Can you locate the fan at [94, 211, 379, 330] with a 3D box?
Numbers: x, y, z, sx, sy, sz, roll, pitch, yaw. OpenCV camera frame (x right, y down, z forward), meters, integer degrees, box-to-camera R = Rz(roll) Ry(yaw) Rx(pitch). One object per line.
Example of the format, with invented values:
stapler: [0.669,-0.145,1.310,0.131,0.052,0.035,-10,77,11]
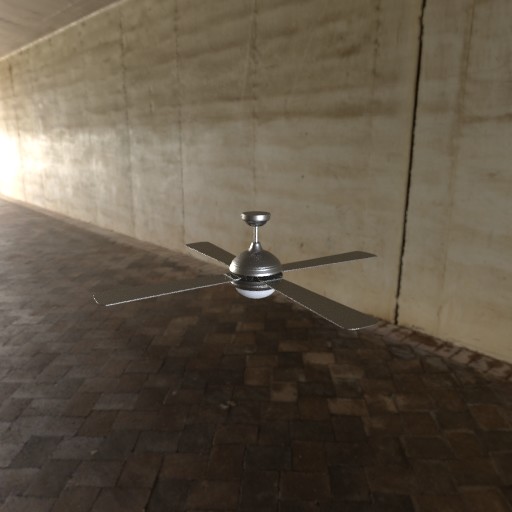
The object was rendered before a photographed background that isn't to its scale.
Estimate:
fan: [0.000,0.000,1.963,1.321,0.381,1.321,-3,15,-10]
